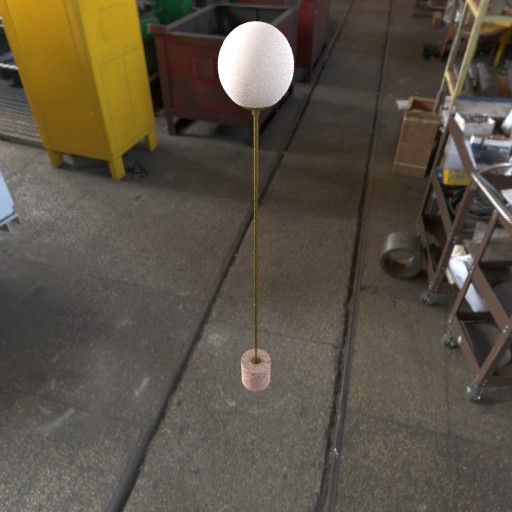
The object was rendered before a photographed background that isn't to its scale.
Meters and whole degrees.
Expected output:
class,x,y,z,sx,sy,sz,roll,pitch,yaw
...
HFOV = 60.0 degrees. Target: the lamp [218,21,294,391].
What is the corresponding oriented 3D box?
class,x,y,z,sx,sy,sz,roll,pitch,yaw
lamp,0.000,0.000,1.830,0.229,1.748,0.229,-12,42,-14
